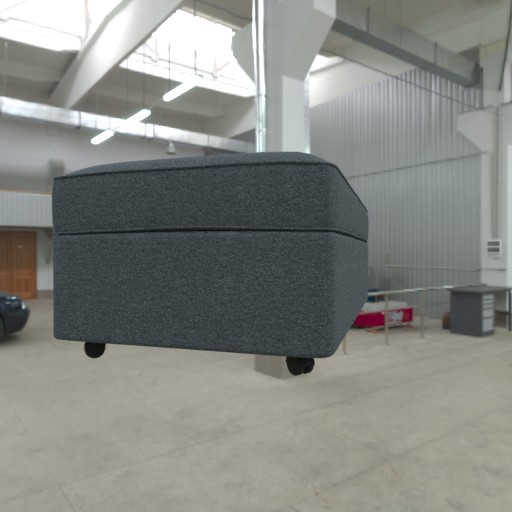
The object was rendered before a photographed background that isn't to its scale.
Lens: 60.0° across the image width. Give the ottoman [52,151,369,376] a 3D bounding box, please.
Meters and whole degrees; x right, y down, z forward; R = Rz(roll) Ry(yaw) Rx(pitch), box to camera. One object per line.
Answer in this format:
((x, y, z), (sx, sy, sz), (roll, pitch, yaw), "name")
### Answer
((0.000, 0.000, 1.504), (0.681, 0.494, 1.173), (0, 1, 18), "ottoman")
